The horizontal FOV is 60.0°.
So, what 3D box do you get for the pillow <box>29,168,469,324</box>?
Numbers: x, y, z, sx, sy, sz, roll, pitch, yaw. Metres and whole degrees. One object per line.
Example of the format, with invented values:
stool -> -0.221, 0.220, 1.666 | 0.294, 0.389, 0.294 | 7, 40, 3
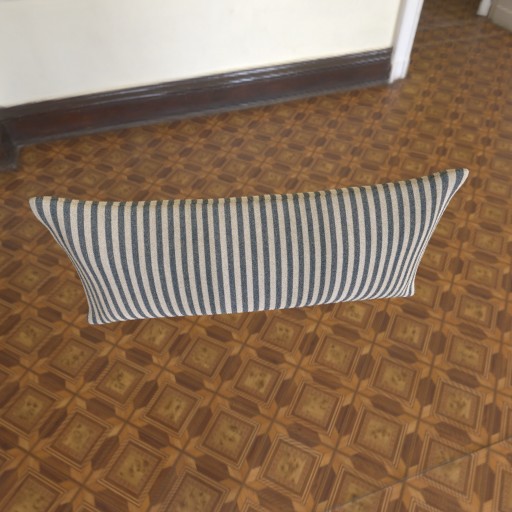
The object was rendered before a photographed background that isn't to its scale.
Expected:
pillow -> 0.000, 0.000, 0.721 | 0.617, 0.295, 0.151 | -4, 47, -4
